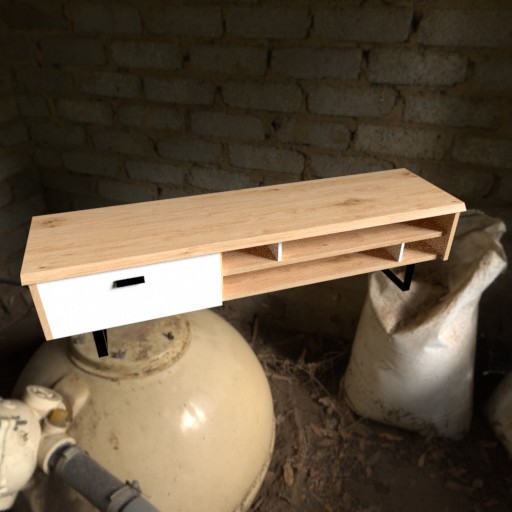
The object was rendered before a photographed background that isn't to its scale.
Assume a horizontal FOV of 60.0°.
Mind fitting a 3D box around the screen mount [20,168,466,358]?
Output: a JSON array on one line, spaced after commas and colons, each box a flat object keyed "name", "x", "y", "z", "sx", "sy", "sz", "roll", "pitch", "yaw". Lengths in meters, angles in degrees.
[{"name": "screen mount", "x": 0.000, "y": 0.000, "z": 1.900, "sx": 1.700, "sy": 0.430, "sz": 0.450, "roll": -10, "pitch": 33, "yaw": -16}]
